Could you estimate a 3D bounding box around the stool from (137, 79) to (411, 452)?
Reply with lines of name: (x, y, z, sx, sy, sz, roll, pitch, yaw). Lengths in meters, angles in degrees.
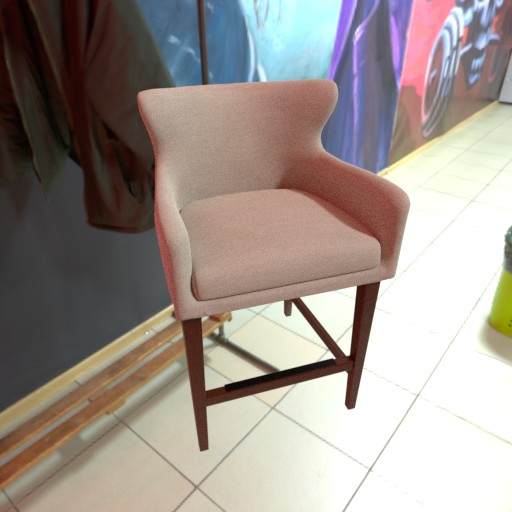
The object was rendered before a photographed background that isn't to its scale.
stool: (0.000, 0.000, 1.407, 0.615, 0.987, 0.637, -10, 33, -15)
